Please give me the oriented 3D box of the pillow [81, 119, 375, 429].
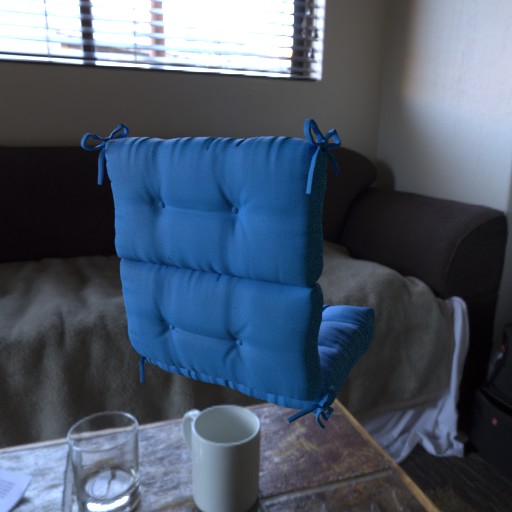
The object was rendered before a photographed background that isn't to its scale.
[{"bbox_3d":[0.000,0.000,1.066,0.519,0.605,0.571,8,16,27],"label":"pillow"}]
